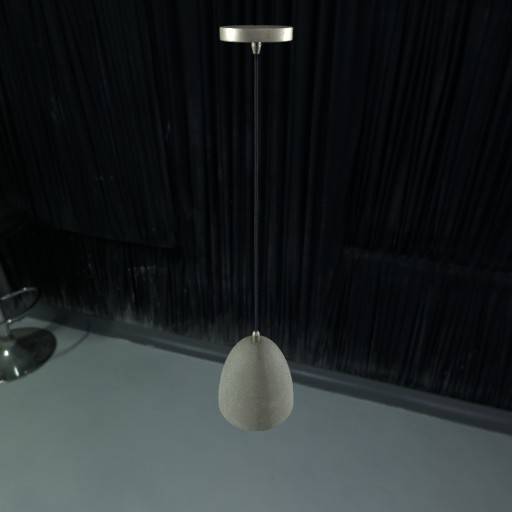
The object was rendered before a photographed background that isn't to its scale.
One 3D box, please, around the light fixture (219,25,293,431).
[{"bbox_3d":[0.000,0.000,0.827,0.170,0.759,0.170,8,31,14],"label":"light fixture"}]
